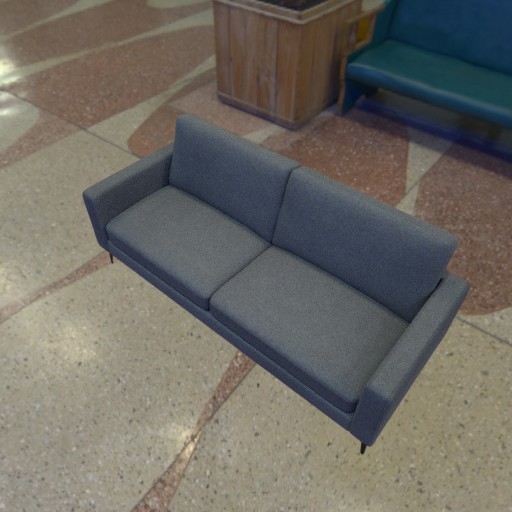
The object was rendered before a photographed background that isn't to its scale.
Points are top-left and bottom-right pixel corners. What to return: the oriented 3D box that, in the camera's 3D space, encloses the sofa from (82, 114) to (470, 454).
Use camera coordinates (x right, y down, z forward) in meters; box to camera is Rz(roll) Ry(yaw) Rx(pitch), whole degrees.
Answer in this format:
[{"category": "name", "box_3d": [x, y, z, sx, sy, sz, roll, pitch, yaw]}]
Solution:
[{"category": "sofa", "box_3d": [0.000, 0.000, 2.346, 1.925, 0.828, 0.774, 31, 53, 27]}]
